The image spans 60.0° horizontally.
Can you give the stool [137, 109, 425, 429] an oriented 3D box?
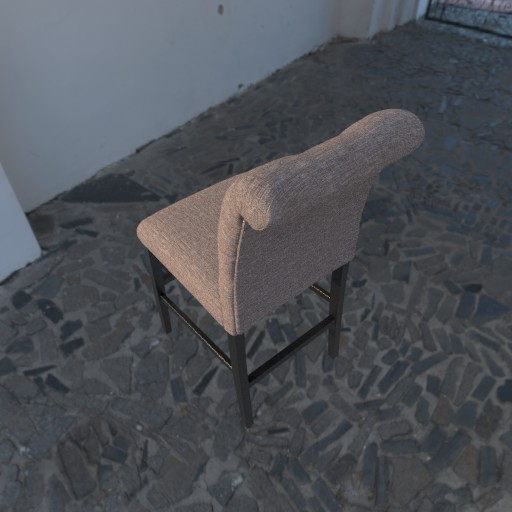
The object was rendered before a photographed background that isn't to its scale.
[{"bbox_3d":[0.000,0.000,1.300,0.457,0.970,0.611,-30,52,-27],"label":"stool"}]
